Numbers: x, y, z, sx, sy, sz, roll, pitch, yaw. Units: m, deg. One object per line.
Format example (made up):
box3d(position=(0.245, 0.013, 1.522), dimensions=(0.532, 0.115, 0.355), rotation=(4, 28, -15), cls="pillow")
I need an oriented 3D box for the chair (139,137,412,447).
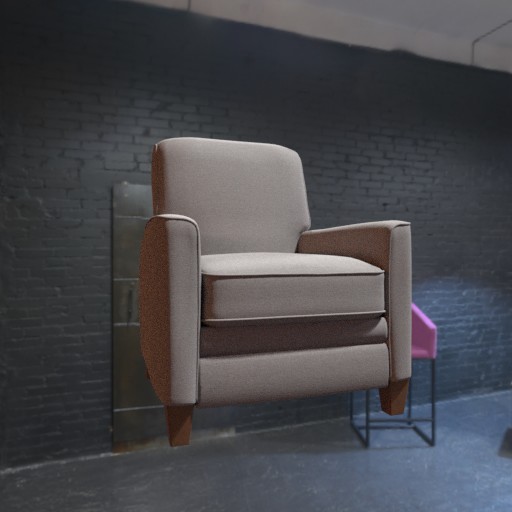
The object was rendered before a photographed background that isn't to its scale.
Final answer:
box3d(position=(0.000, 0.000, 1.668), dimensions=(0.845, 1.023, 0.859), rotation=(0, 1, -19), cls="chair")
